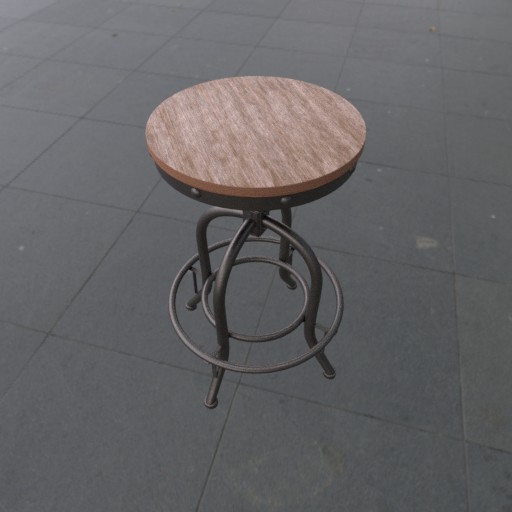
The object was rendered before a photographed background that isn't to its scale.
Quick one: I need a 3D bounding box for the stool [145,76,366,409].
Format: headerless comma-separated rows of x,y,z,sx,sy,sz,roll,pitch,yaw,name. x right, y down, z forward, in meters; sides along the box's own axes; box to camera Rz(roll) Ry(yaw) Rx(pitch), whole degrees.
0.000,0.000,0.926,0.439,0.609,0.439,22,49,21,stool
